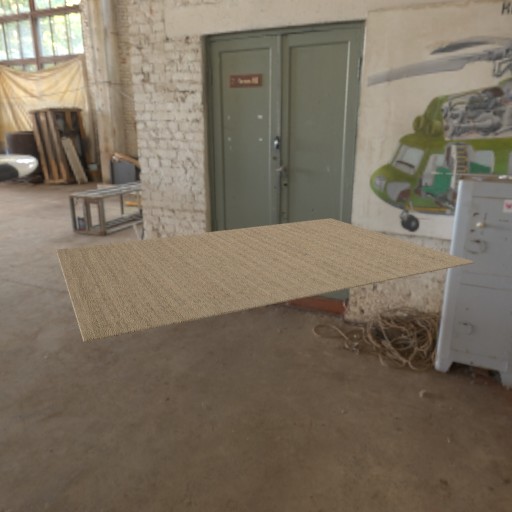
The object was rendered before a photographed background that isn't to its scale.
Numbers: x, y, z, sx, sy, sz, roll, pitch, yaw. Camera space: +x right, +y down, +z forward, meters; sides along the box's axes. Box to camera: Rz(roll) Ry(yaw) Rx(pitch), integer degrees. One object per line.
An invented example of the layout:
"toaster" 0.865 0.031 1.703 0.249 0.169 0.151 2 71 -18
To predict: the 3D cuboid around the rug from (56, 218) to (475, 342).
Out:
"rug" 0.000 0.000 2.207 1.752 0.006 1.142 -8 18 -26
